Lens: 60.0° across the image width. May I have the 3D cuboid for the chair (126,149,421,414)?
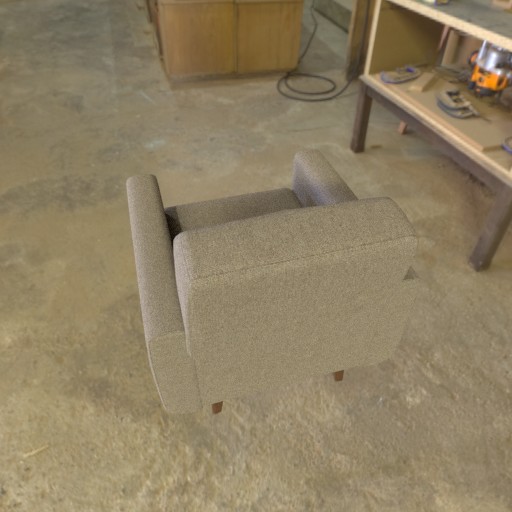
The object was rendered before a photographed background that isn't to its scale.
[{"bbox_3d":[0.000,0.000,1.593,0.831,0.839,0.907,-11,44,-12],"label":"chair"}]
